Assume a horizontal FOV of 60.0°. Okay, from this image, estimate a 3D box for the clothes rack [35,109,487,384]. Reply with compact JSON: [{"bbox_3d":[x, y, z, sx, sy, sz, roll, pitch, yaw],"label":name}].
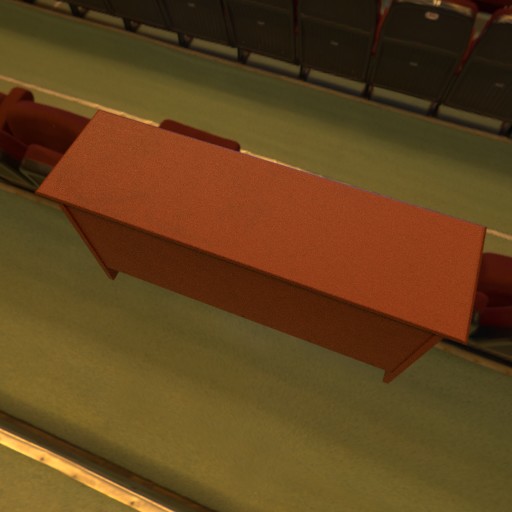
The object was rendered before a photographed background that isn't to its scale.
[{"bbox_3d":[0.000,0.000,1.519,1.251,0.594,0.362,19,64,10],"label":"clothes rack"}]
